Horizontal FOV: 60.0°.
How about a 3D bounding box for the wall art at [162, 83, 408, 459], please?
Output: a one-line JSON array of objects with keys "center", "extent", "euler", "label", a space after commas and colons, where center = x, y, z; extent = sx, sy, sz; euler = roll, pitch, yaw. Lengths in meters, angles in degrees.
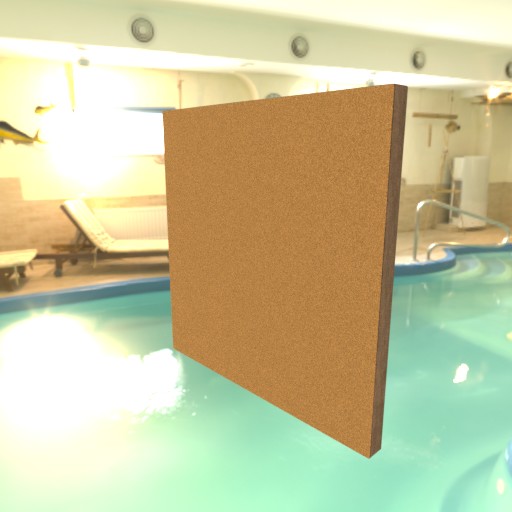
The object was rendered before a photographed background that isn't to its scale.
[{"center": [0.000, 0.000, 1.135], "extent": [0.050, 0.751, 0.749], "euler": [-12, 18, -42], "label": "wall art"}]
